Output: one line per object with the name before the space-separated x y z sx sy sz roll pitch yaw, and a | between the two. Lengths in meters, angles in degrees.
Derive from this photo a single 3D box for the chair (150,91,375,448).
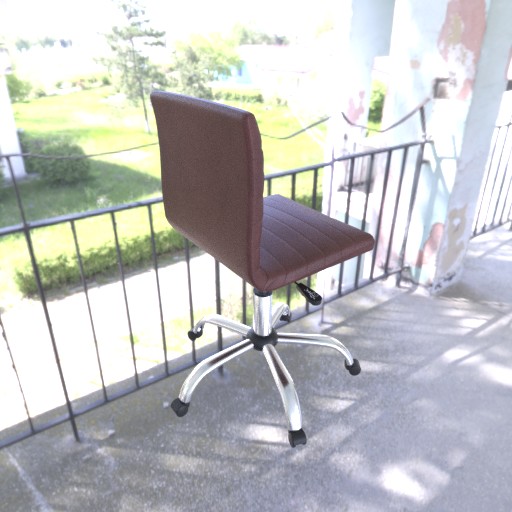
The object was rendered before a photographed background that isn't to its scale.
chair | 0.000 0.000 1.120 0.530 0.780 0.556 -18 32 -31
